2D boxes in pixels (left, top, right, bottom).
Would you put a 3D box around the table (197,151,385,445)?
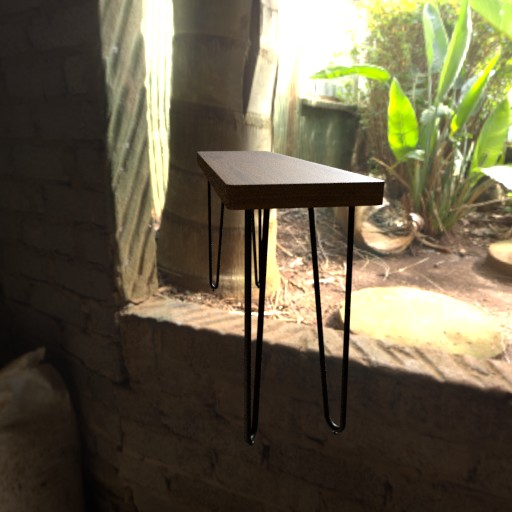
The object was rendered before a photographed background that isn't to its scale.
[{"bbox_3d":[0.000,0.000,1.982,0.425,0.834,1.570,-3,16,-10],"label":"table"}]
